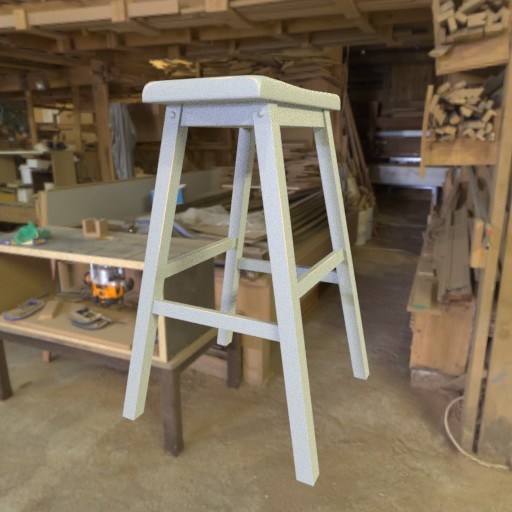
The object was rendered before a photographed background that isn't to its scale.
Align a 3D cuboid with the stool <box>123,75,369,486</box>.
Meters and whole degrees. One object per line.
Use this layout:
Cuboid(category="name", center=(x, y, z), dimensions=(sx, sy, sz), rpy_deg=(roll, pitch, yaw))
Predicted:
Cuboid(category="stool", center=(0.000, 0.000, 1.043), dimensions=(0.476, 0.737, 0.457), rpy_deg=(8, 17, 26))
